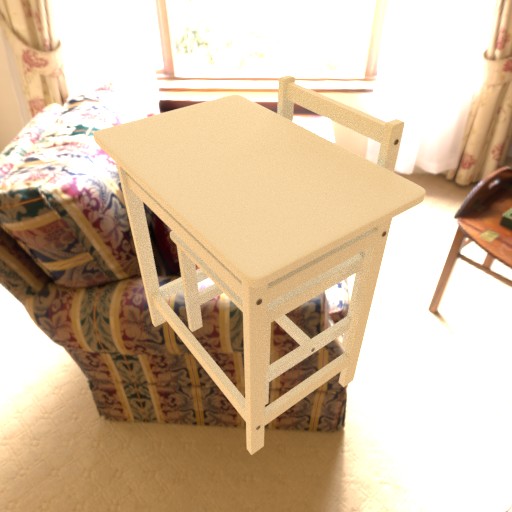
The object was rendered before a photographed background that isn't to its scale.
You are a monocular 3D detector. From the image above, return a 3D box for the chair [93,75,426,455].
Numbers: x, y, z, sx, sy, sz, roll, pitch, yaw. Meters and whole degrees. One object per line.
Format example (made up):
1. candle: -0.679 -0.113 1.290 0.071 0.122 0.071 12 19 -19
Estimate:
1. chair: 0.000 0.000 1.066 0.461 0.673 0.599 -26 46 -27
